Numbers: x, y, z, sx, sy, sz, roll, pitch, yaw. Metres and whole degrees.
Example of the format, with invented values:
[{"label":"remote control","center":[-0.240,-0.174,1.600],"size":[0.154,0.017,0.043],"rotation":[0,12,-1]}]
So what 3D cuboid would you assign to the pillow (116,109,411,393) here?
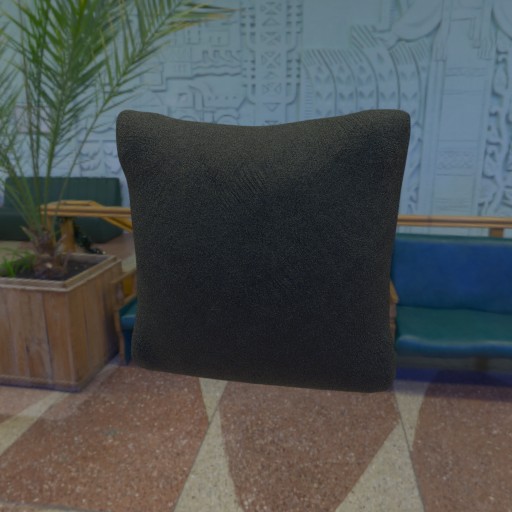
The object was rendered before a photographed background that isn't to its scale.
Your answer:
[{"label":"pillow","center":[0.000,0.000,0.823],"size":[0.533,0.523,0.210],"rotation":[3,15,10]}]
